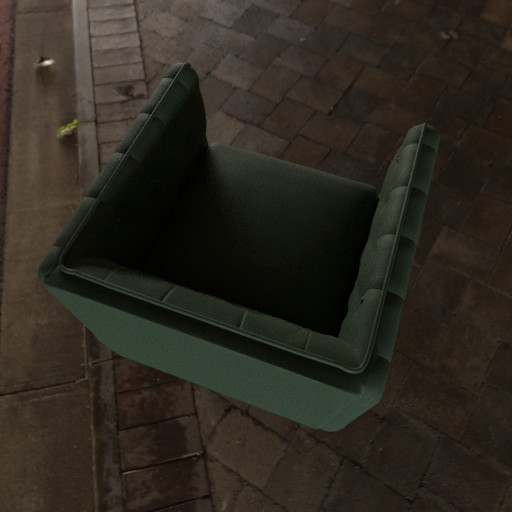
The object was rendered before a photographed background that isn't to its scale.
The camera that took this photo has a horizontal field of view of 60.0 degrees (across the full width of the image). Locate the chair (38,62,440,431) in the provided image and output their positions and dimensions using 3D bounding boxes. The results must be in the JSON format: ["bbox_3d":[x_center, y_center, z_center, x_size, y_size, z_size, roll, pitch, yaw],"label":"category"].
[{"bbox_3d":[0.000,0.000,1.510,0.917,0.768,0.855,18,64,9],"label":"chair"}]
